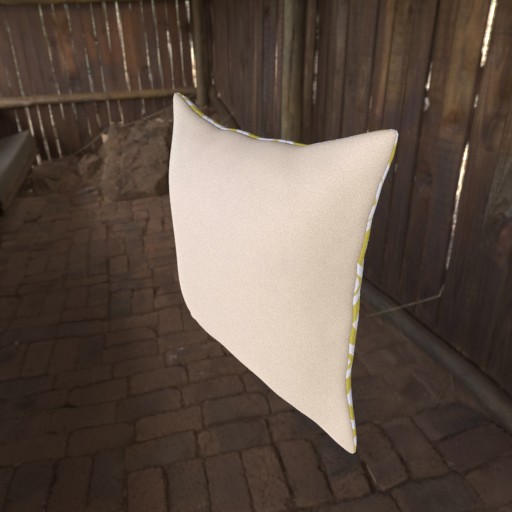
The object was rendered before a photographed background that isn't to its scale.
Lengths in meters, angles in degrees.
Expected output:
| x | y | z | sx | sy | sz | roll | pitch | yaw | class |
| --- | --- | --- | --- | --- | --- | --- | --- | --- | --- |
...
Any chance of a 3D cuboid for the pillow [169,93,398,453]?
| x | y | z | sx | sy | sz | roll | pitch | yaw | class |
| --- | --- | --- | --- | --- | --- | --- | --- | --- | --- |
| 0.000 | 0.000 | 0.764 | 0.188 | 0.494 | 0.504 | -18 | 31 | -33 | pillow |
